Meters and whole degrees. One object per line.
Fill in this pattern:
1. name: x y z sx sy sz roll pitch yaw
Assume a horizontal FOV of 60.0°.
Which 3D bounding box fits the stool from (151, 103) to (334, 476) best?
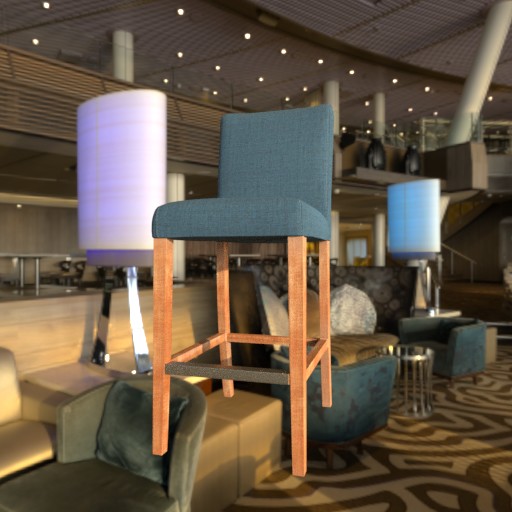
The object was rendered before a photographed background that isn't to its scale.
1. stool: 0.000 0.000 1.413 0.454 1.088 0.574 0 0 17
